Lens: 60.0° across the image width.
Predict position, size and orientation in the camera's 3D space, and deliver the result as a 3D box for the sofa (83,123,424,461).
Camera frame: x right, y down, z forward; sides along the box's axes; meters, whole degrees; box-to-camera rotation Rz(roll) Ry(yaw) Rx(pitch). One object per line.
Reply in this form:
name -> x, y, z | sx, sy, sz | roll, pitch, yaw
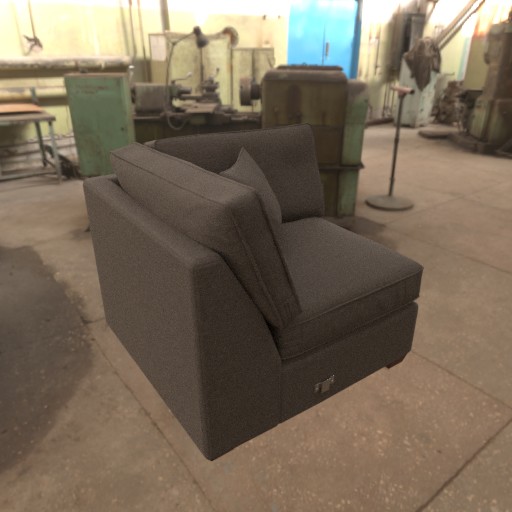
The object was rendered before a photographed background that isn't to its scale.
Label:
sofa -> 0.000, 0.000, 1.999 | 1.146, 1.002, 1.084 | -17, 30, -31
